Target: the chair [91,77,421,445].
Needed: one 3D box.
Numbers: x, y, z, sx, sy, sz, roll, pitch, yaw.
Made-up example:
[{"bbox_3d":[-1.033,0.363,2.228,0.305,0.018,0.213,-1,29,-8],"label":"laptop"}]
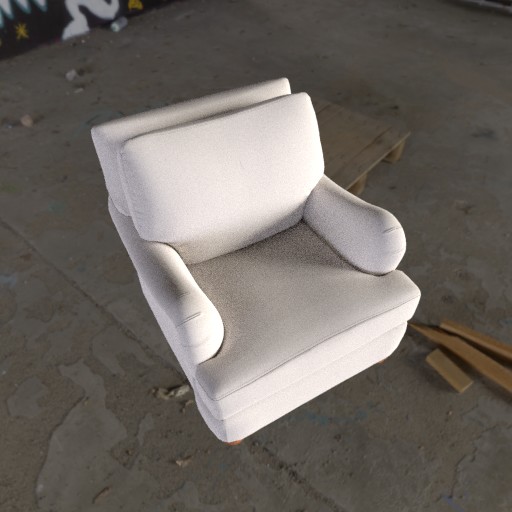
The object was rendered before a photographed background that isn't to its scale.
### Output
[{"bbox_3d":[0.000,0.000,1.860,0.955,1.038,1.070,-22,50,-20],"label":"chair"}]
